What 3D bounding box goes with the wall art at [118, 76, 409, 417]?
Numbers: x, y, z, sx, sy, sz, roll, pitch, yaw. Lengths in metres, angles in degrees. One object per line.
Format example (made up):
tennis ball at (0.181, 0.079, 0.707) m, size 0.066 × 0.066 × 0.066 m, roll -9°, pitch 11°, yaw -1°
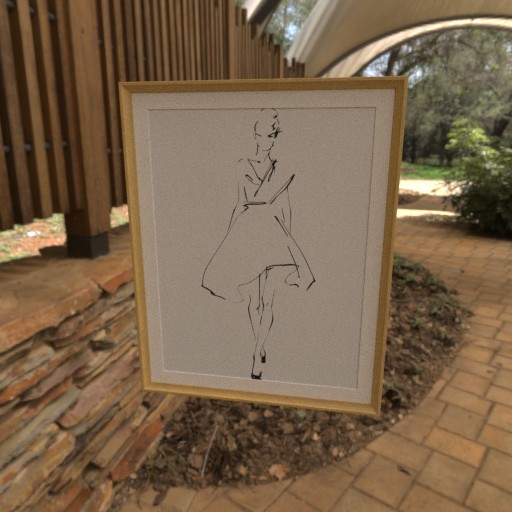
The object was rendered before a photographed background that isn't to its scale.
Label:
wall art at (0.000, 0.000, 1.348) m, size 0.798 × 1.002 × 0.030 m, roll 3°, pitch 16°, yaw 10°
